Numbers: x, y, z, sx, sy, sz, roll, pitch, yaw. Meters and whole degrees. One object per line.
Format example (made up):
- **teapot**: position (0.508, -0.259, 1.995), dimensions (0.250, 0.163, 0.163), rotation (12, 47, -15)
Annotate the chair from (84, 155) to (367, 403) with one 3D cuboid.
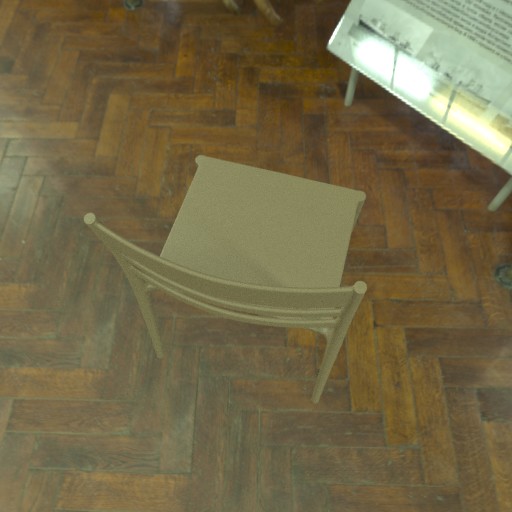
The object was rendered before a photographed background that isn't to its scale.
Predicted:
- **chair**: position (0.000, 0.000, 1.147), dimensions (0.531, 0.800, 0.511), rotation (14, 63, 7)
